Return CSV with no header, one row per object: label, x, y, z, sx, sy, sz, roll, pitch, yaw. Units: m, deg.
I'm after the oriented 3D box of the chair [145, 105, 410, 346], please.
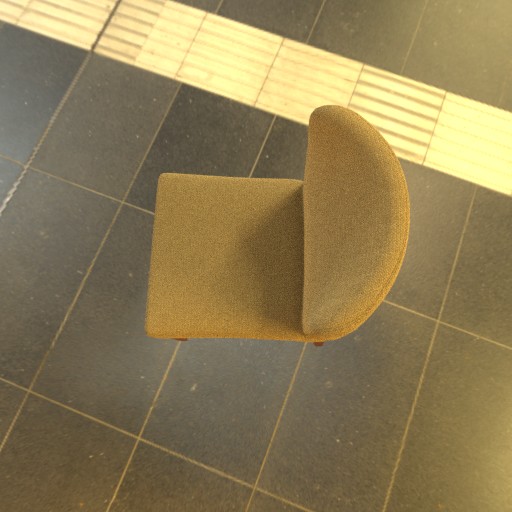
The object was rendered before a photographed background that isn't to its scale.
chair,0.000,0.000,1.242,0.589,0.839,0.491,2,76,0
